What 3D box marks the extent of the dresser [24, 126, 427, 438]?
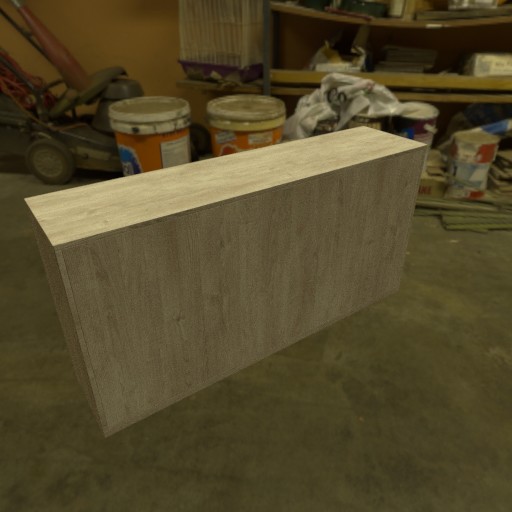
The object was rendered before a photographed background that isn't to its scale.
[{"bbox_3d":[0.000,0.000,1.911,1.590,0.795,0.390,-20,36,-30],"label":"dresser"}]
